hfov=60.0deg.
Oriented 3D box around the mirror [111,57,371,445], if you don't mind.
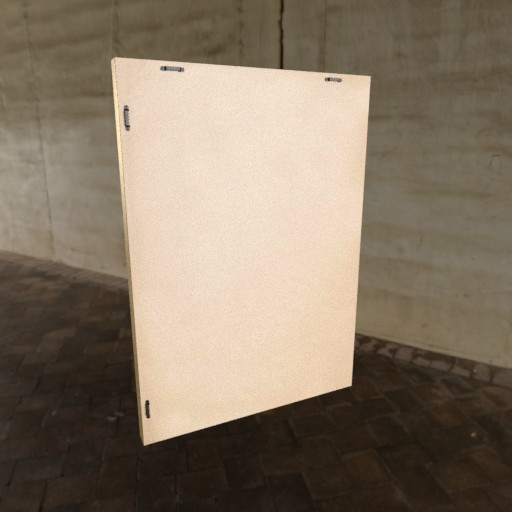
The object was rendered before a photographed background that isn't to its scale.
[{"bbox_3d":[0.000,0.000,0.904,0.507,0.710,0.040,-7,16,-25],"label":"mirror"}]
